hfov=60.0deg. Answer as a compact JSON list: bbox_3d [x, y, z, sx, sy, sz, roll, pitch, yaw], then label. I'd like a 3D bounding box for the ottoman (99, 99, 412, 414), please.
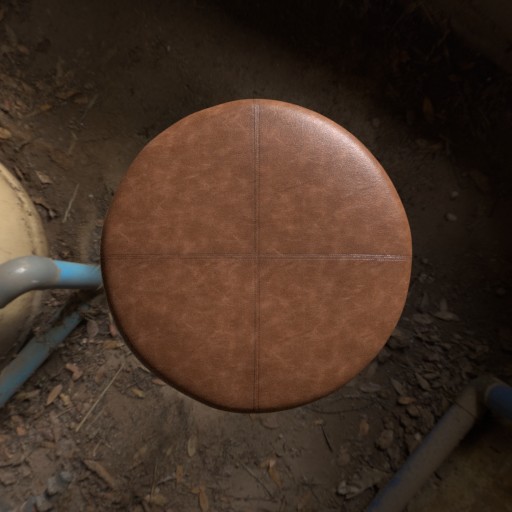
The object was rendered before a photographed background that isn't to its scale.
[{"bbox_3d":[0.000,0.000,1.565,1.006,0.445,1.006,0,90,0],"label":"ottoman"}]
